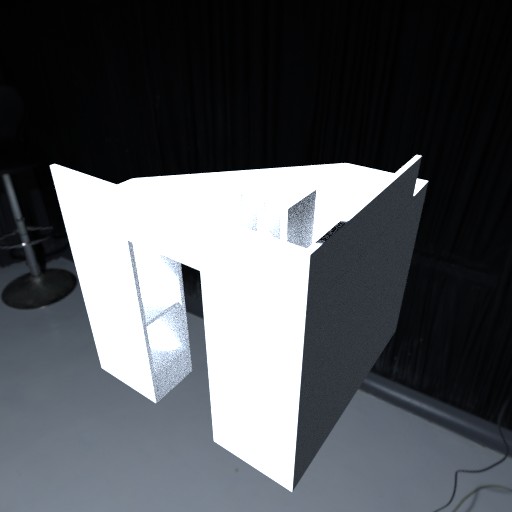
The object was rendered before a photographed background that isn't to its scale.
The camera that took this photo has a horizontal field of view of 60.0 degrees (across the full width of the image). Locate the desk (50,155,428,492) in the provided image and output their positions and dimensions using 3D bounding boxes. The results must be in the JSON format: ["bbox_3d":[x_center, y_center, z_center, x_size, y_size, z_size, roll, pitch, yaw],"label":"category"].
[{"bbox_3d":[0.000,0.000,1.723,0.940,0.986,0.940,20,37,29],"label":"desk"}]
